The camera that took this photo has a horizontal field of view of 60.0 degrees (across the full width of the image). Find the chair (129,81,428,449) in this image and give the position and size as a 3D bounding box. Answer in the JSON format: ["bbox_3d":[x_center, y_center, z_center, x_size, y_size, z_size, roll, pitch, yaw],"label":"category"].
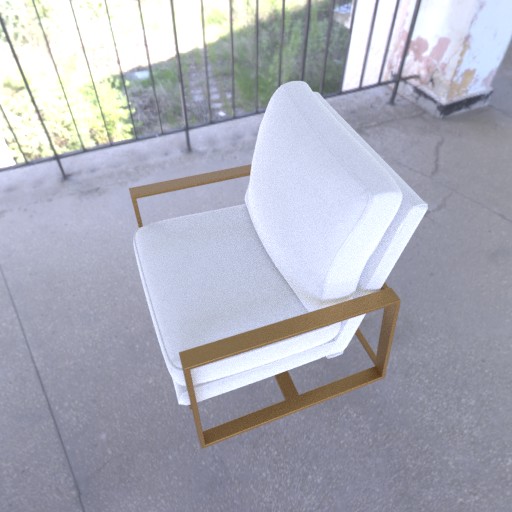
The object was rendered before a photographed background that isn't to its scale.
[{"bbox_3d":[0.000,0.000,1.588,0.813,0.966,0.805,-16,50,-14],"label":"chair"}]
